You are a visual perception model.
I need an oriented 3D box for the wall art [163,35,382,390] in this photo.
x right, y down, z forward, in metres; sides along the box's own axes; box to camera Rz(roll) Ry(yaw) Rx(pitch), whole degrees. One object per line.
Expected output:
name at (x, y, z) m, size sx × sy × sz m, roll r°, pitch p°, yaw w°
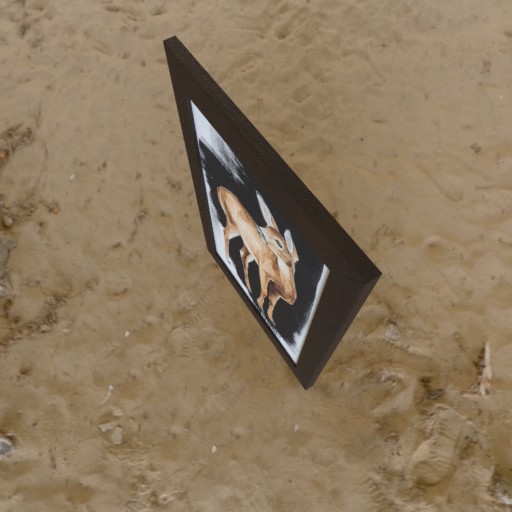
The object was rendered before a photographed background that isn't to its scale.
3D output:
wall art at (0.000, 0.000, 0.668) m, size 0.017 × 0.513 × 0.359 m, roll -31°, pitch 67°, yaw -14°
